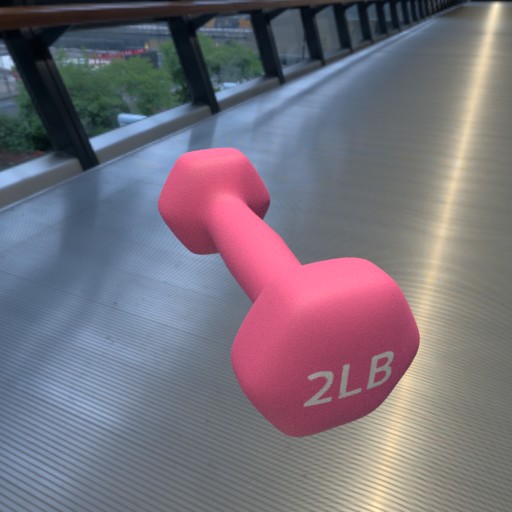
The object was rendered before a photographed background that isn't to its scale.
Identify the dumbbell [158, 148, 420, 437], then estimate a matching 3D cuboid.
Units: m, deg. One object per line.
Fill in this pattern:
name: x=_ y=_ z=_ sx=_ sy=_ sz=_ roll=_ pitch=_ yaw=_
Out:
dumbbell: x=0.000 y=0.000 z=0.179 sx=0.058 sy=0.053 sz=0.146 roll=-10 pitch=31 yaw=-18
